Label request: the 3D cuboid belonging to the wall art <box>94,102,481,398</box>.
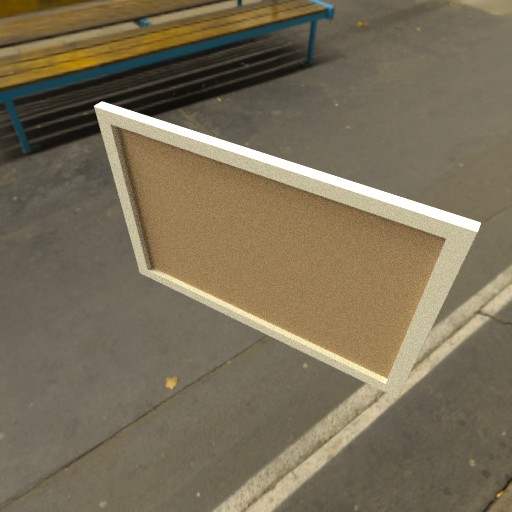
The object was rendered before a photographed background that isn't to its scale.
[{"bbox_3d":[0.000,0.000,1.454,1.144,0.767,0.038,23,50,21],"label":"wall art"}]
